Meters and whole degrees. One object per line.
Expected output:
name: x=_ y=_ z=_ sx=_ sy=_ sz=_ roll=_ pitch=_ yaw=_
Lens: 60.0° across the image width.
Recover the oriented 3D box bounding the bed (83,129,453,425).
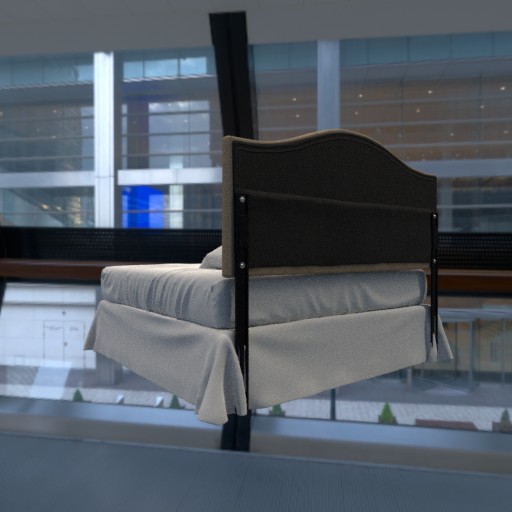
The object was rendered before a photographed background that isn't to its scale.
bed: x=0.000 y=0.000 z=3.701 sx=2.311 sy=1.651 sz=2.222 roll=0 pitch=1 yaw=-37
